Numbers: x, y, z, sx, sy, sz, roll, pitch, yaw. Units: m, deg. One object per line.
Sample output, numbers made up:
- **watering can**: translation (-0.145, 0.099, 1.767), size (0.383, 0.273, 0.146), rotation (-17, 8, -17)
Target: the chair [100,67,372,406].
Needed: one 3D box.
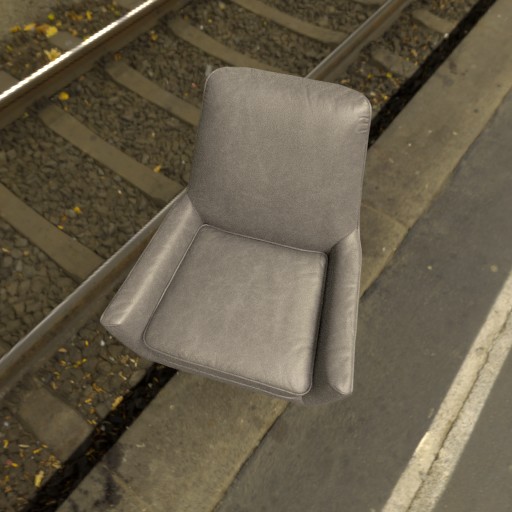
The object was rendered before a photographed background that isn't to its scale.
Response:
- **chair**: translation (0.000, 0.000, 1.527), size (0.787, 0.888, 0.822), rotation (14, 60, 8)
